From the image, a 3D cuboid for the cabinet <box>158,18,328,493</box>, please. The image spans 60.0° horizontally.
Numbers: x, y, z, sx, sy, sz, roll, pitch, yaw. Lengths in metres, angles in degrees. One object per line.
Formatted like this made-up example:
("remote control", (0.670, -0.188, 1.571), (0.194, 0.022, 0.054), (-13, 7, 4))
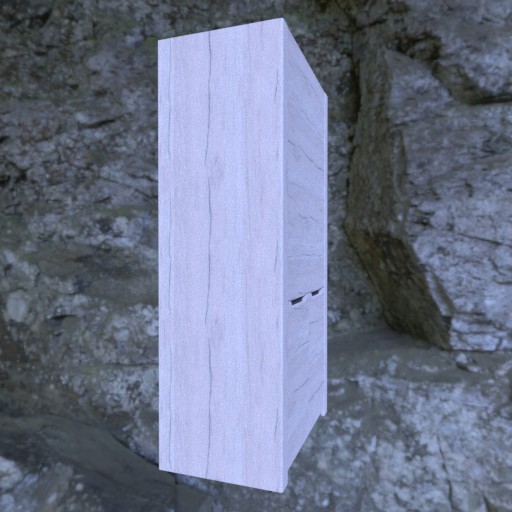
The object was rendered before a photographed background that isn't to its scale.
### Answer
("cabinet", (0.000, 0.000, 2.350), (0.580, 1.930, 0.980), (0, 1, 20))
